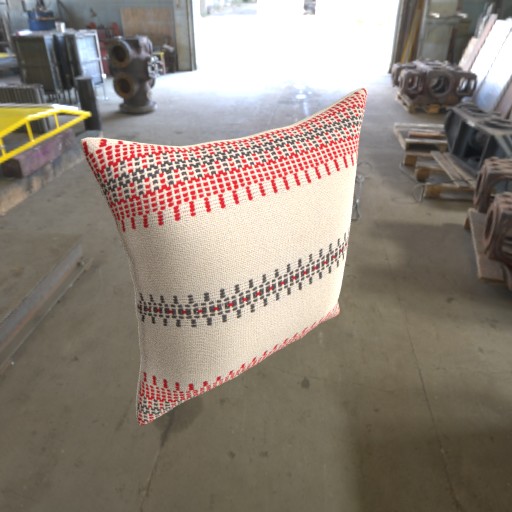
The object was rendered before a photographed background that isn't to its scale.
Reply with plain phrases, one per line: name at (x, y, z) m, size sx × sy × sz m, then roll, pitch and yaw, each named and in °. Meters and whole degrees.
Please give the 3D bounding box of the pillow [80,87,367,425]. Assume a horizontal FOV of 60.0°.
pillow at (0.000, 0.000, 0.701) m, size 0.463 × 0.454 × 0.160 m, roll -22°, pitch 37°, yaw -32°
